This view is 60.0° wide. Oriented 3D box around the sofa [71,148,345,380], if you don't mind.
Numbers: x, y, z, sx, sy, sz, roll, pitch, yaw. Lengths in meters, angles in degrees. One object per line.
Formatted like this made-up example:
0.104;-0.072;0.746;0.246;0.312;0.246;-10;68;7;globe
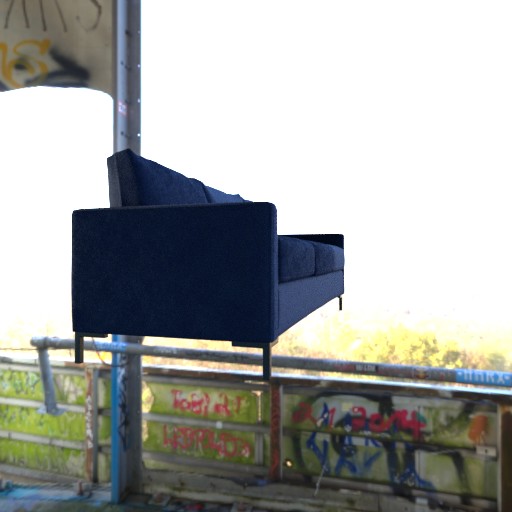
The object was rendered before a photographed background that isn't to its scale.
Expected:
0.000;0.000;2.705;0.875;0.879;2.252;0;0;18;sofa
